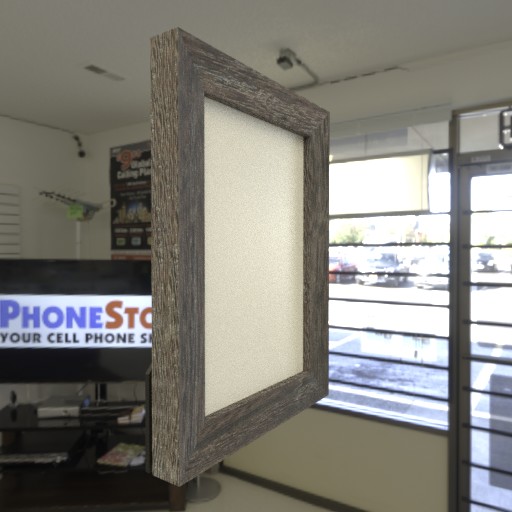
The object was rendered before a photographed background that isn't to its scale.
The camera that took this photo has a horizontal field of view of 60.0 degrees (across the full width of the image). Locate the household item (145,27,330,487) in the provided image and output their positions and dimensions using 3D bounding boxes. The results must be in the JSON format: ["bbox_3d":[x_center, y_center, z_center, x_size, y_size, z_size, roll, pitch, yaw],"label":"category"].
[{"bbox_3d":[0.000,0.000,0.233,0.020,0.180,0.133,1,1,35],"label":"household item"}]
